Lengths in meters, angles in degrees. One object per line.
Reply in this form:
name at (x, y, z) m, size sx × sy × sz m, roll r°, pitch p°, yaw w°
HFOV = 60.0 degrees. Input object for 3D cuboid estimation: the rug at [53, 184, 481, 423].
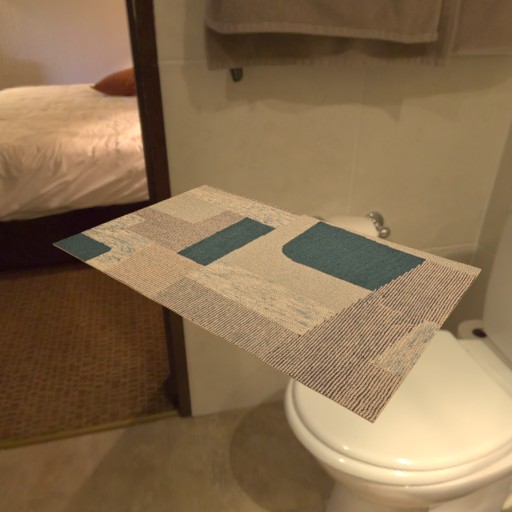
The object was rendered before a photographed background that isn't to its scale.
rug at (0.000, 0.000, 2.951) m, size 2.436 × 0.015 × 1.521 m, roll 22°, pitch 36°, yaw 33°
